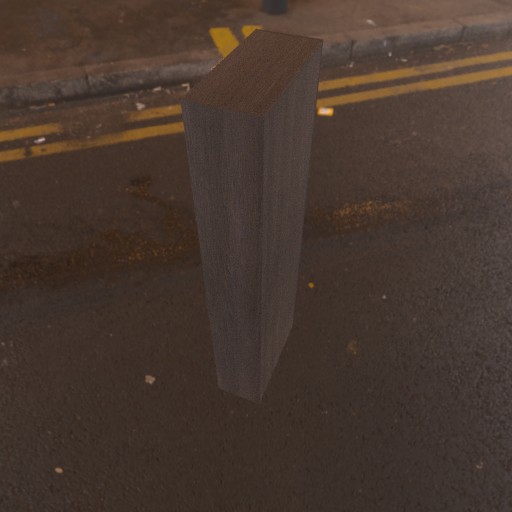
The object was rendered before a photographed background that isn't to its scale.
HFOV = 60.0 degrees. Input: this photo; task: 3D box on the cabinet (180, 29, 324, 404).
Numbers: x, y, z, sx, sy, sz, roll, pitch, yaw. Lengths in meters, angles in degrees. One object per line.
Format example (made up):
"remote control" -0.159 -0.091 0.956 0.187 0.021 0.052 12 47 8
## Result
"cabinet" 0.000 0.000 1.889 0.255 1.630 0.520 17 49 15
